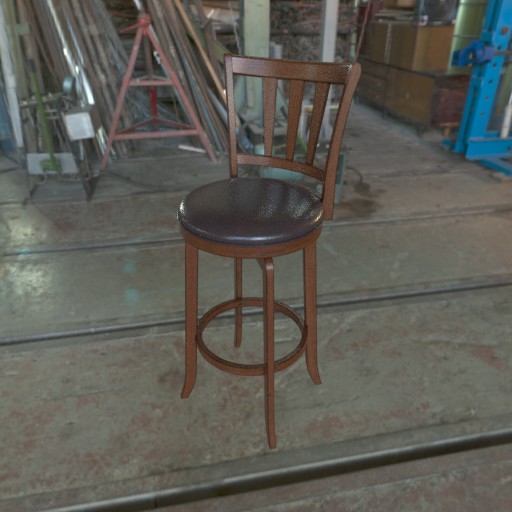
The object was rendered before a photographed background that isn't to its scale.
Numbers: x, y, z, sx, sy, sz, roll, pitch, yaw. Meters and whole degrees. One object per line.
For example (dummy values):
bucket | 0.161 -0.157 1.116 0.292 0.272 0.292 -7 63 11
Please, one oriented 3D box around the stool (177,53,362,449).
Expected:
stool | 0.000 0.000 1.462 0.464 1.177 0.503 18 34 29
